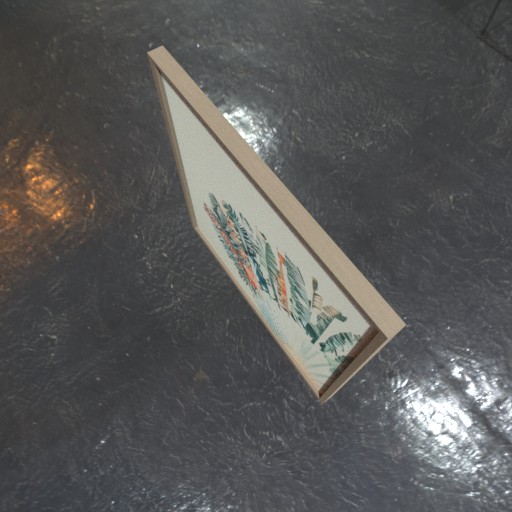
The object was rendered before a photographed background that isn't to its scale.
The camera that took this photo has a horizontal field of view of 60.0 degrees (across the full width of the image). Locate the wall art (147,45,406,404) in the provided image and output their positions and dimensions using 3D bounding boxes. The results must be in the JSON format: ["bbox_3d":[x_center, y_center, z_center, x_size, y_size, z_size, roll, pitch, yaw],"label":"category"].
[{"bbox_3d":[0.000,0.000,1.161,0.038,0.758,0.761,-32,68,-14],"label":"wall art"}]
